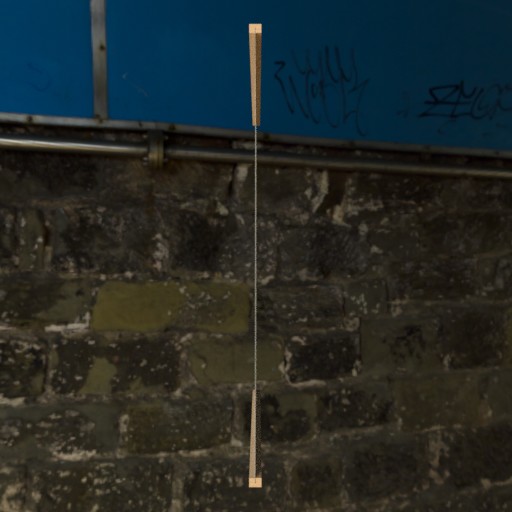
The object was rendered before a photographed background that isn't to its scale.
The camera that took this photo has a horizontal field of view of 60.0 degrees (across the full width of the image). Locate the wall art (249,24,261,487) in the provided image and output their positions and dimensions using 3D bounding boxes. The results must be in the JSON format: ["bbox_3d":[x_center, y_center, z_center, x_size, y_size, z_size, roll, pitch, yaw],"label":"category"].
[{"bbox_3d":[0.000,0.000,1.311,0.027,1.020,0.669,0,-1,0],"label":"wall art"}]
